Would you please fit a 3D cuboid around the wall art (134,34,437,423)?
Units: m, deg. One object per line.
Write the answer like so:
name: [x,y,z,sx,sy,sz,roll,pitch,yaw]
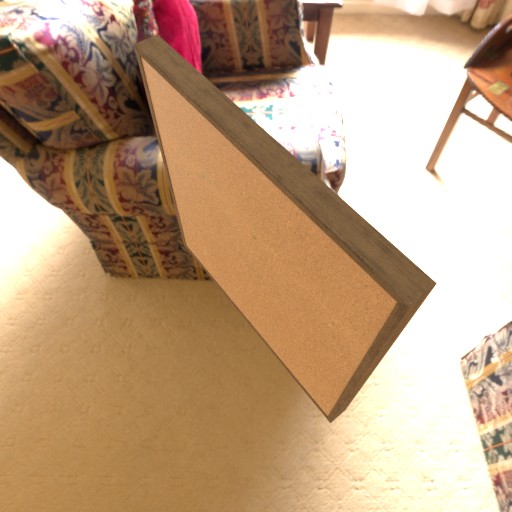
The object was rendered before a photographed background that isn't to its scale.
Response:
wall art: [0.000,0.000,0.732,0.038,0.508,0.508,-33,64,-19]
